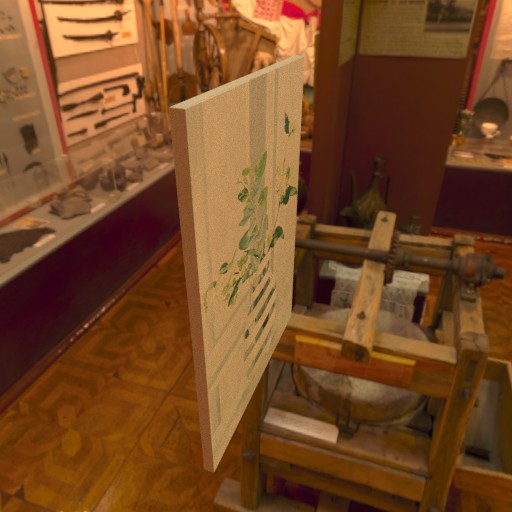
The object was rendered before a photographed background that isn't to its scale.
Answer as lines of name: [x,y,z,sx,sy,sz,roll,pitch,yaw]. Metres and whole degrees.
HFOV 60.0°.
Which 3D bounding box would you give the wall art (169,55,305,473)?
wall art: [0.000,0.000,1.579,0.038,1.212,0.914,11,33,18]
